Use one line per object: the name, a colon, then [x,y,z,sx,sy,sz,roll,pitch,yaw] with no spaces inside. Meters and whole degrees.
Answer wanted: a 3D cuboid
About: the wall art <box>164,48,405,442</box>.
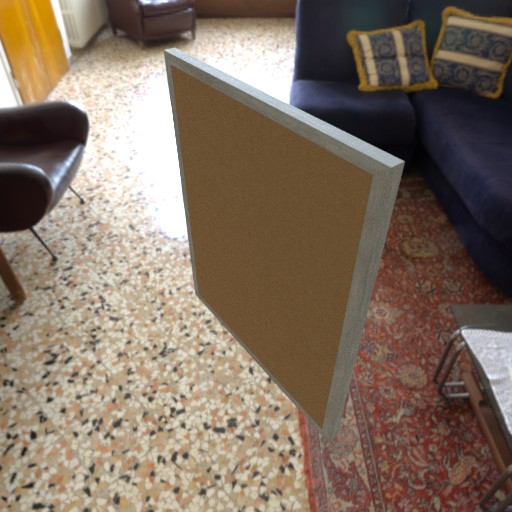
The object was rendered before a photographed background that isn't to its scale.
wall art: [0.000,0.000,0.786,0.022,0.582,0.479,-26,48,-27]
